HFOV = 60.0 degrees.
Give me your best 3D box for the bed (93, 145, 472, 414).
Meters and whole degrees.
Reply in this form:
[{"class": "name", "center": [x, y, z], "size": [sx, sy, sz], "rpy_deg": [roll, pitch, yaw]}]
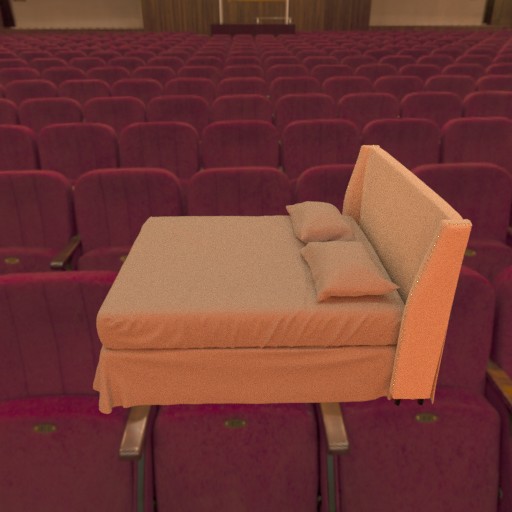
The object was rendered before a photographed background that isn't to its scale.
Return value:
[{"class": "bed", "center": [0.000, 0.000, 3.446], "size": [2.276, 1.332, 1.925], "rpy_deg": [-1, 27, -1]}]
